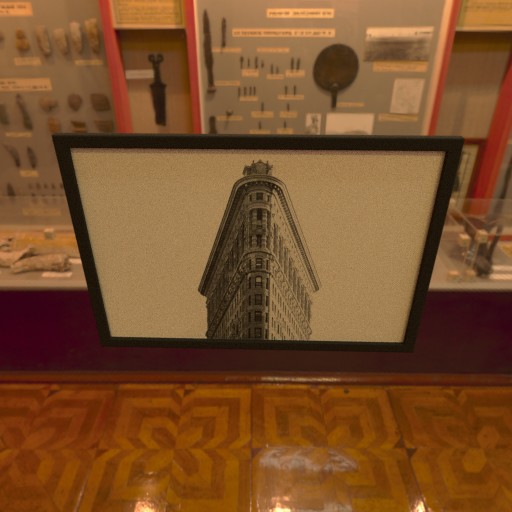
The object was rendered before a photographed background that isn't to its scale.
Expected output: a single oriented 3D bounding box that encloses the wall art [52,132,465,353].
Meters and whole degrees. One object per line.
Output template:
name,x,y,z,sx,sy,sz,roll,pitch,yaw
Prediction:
wall art,0.000,0.000,1.205,0.958,0.656,0.026,1,31,2
